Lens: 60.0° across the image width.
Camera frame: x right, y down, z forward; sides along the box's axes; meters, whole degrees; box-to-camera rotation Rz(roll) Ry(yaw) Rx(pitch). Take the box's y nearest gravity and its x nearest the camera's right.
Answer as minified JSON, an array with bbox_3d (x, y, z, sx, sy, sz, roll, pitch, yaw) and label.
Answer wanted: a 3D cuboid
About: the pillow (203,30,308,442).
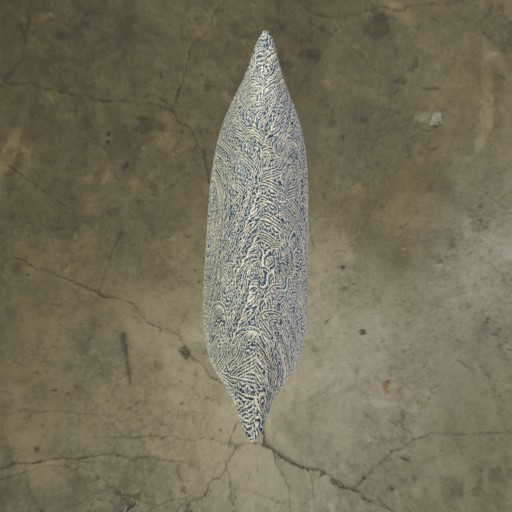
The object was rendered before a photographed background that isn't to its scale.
[{"bbox_3d":[0.000,0.000,0.781,0.166,0.510,0.523,2,78,0],"label":"pillow"}]
